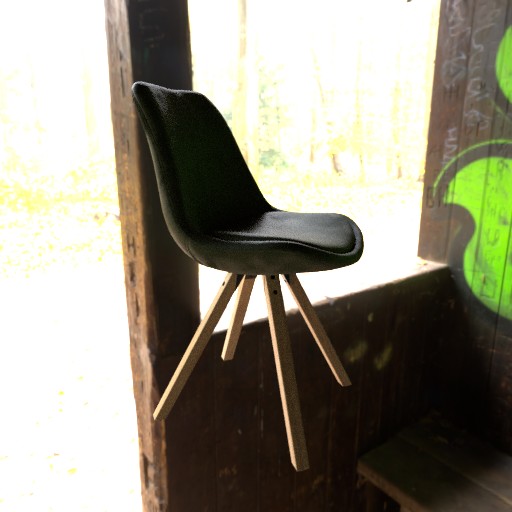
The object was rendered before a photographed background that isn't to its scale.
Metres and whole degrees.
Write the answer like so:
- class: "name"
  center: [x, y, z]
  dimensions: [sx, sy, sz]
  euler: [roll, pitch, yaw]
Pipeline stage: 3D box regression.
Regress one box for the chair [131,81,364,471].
- class: "chair"
  center: [0.000, 0.000, 1.173]
  dimensions: [0.547, 0.865, 0.483]
  euler: [7, 16, 25]
